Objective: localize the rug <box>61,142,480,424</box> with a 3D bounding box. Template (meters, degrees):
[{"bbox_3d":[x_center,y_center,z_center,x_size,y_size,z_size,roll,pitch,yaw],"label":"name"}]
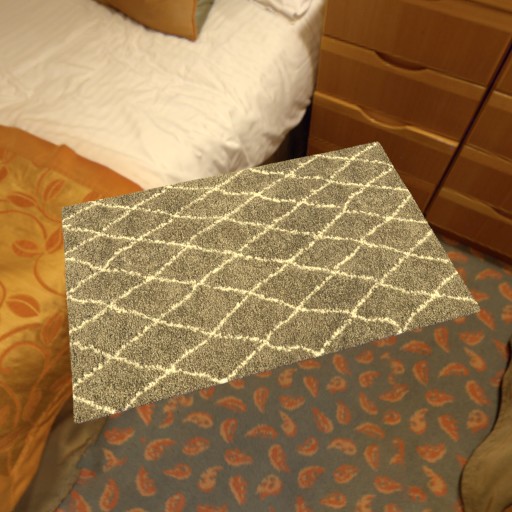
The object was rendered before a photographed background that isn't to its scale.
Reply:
[{"bbox_3d":[0.000,0.000,2.928,2.438,0.030,1.524,-13,59,-8],"label":"rug"}]
